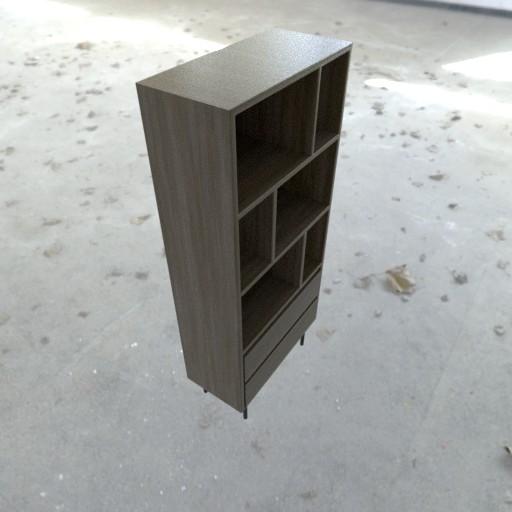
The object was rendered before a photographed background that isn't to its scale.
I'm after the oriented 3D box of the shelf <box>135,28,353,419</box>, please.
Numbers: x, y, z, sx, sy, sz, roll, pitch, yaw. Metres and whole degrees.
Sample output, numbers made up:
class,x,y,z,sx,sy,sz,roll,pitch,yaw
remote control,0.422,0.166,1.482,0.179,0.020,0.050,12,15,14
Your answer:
class,x,y,z,sx,sy,sz,roll,pitch,yaw
shelf,0.000,0.000,1.829,0.323,1.545,0.670,25,47,26
